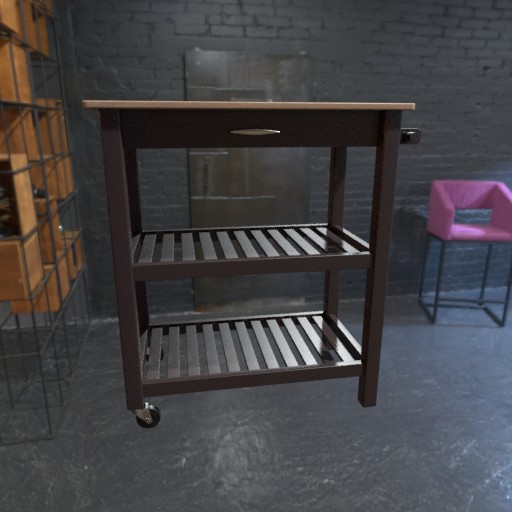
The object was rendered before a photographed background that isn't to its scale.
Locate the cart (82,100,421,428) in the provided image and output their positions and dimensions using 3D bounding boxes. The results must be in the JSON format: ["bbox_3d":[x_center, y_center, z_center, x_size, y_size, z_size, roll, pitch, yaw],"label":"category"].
[{"bbox_3d":[0.000,0.000,1.444,0.899,0.927,0.457,-3,17,-9],"label":"cart"}]
